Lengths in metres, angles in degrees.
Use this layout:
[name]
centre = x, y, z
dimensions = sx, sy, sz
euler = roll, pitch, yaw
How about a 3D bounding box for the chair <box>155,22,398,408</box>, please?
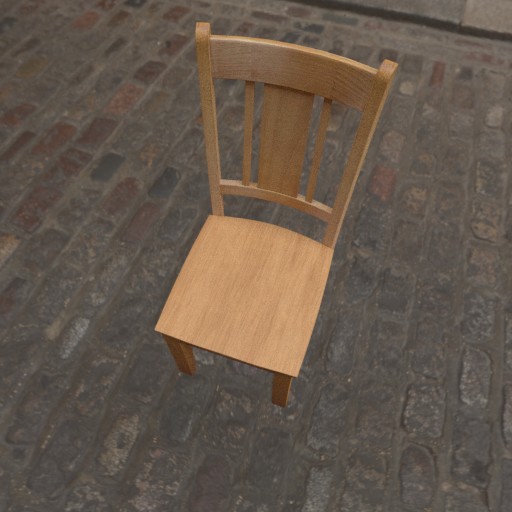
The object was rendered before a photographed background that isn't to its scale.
[chair]
centre = 0.000, 0.000, 1.259
dimensions = 0.450, 0.998, 0.556
euler = 16, 61, 9
